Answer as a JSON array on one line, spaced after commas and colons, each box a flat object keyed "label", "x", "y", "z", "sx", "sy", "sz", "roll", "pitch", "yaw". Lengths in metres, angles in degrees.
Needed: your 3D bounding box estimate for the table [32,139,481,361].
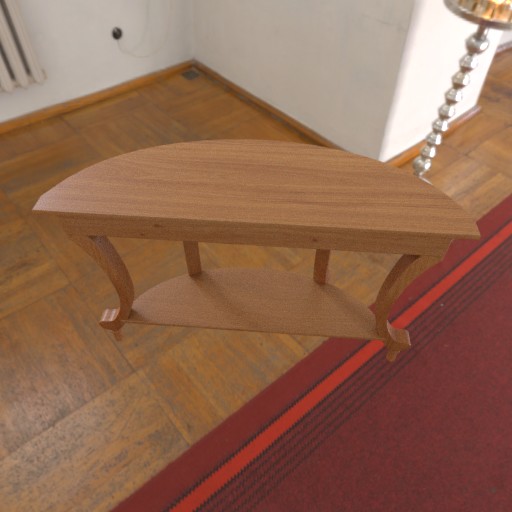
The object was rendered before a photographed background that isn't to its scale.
[{"label": "table", "x": 0.000, "y": 0.000, "z": 1.563, "sx": 1.198, "sy": 0.692, "sz": 0.394, "roll": 4, "pitch": 48, "yaw": 3}]
